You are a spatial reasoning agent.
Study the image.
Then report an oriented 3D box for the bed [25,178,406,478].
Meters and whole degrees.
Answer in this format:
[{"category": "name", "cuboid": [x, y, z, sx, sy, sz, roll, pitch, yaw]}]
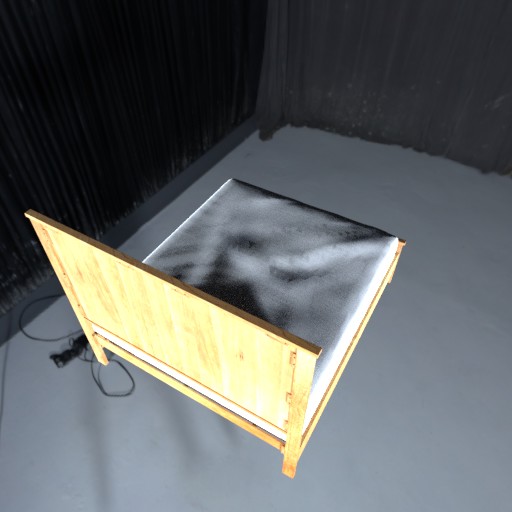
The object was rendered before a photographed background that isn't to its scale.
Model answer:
[{"category": "bed", "cuboid": [0.000, 0.000, 3.589, 1.936, 1.686, 2.201, 23, 50, 21]}]
